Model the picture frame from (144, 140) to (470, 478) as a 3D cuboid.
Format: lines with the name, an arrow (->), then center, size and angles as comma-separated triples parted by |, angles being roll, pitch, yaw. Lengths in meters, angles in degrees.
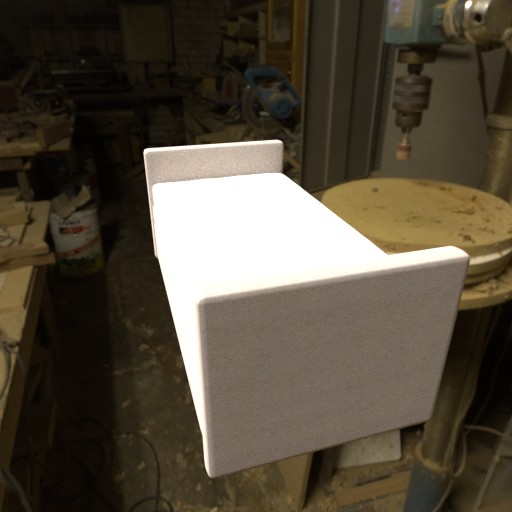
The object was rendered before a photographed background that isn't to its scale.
picture frame -> 0.000, 0.000, 2.663 | 1.069, 0.891, 2.161 | -8, 28, -15
